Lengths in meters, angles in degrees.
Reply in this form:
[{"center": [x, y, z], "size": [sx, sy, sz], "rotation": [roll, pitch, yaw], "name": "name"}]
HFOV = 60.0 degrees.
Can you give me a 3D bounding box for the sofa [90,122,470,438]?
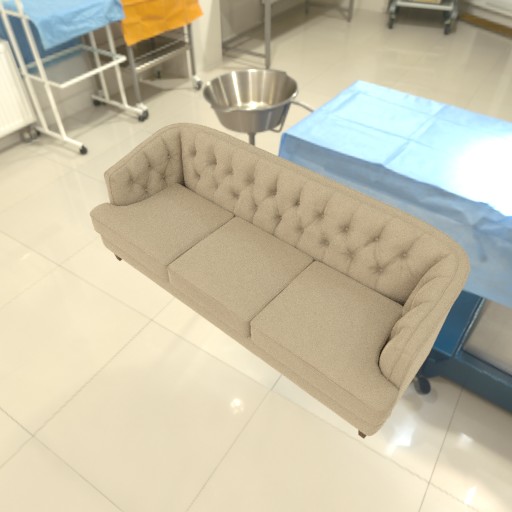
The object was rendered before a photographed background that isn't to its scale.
[{"center": [0.000, 0.000, 2.782], "size": [2.278, 0.855, 0.941], "rotation": [30, 52, 27], "name": "sofa"}]
